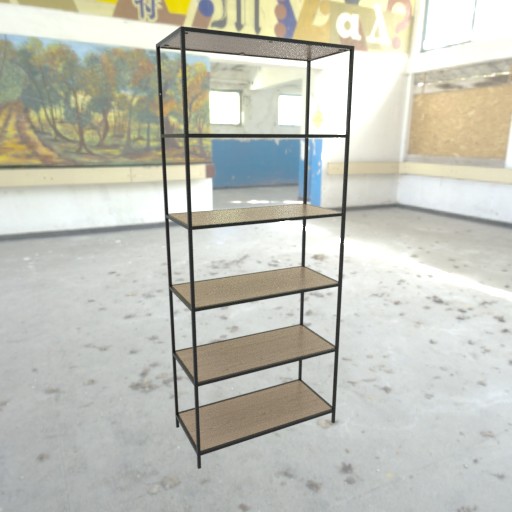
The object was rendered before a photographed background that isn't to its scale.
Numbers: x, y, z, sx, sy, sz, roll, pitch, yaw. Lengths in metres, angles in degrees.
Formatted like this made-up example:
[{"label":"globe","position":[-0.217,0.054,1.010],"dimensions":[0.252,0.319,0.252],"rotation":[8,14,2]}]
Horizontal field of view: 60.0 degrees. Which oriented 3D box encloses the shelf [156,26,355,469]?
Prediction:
[{"label":"shelf","position":[0.000,0.000,2.117],"dimensions":[0.770,1.850,0.350],"rotation":[-7,16,-26]}]
